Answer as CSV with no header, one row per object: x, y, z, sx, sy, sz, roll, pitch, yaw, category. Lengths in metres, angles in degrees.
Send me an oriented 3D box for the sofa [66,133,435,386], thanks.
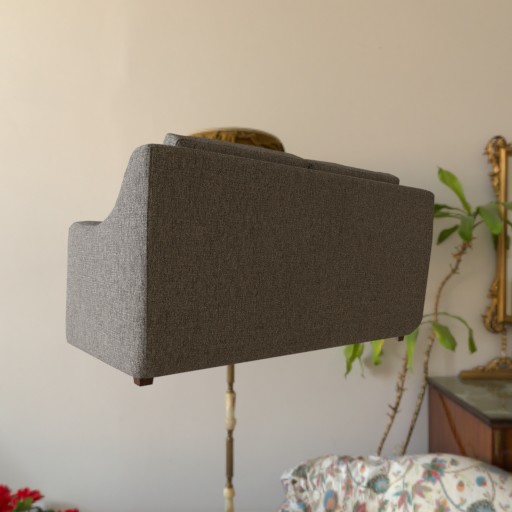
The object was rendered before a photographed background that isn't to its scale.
0.000,0.000,2.421,1.778,0.991,1.120,1,-1,-37,sofa
